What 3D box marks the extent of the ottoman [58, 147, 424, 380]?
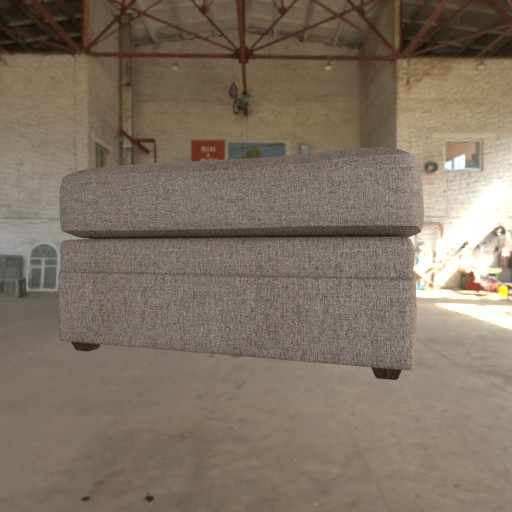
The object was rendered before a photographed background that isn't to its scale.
[{"bbox_3d":[0.000,0.000,1.257,0.885,0.478,0.637,0,1,19],"label":"ottoman"}]
